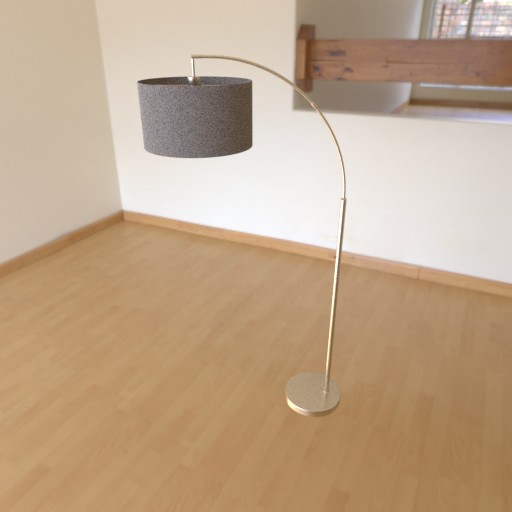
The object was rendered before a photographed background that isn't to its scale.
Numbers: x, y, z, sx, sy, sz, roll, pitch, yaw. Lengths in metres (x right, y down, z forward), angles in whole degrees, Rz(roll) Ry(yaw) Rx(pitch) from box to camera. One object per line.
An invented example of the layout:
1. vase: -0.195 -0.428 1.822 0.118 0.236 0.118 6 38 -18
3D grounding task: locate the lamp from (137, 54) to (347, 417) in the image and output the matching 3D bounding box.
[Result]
1. lamp: 0.000 0.000 2.097 0.934 1.735 0.452 1 26 1
